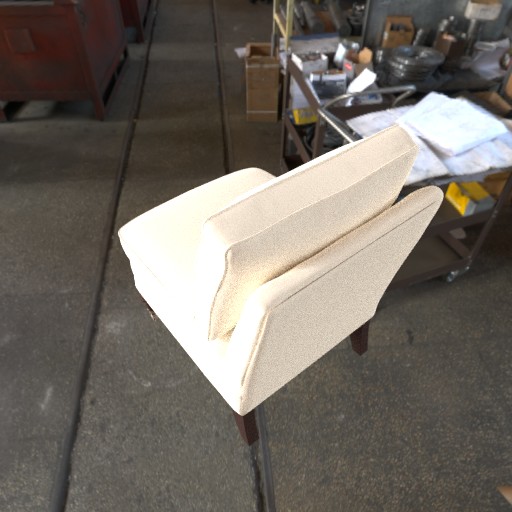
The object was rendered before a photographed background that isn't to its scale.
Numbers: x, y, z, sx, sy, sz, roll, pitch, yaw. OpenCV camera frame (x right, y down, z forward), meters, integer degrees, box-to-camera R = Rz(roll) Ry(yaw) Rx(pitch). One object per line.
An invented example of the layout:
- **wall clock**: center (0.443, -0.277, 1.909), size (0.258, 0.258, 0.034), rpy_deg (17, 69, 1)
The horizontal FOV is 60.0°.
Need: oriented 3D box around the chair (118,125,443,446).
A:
- **chair**: center (0.000, 0.000, 1.410), size (0.630, 0.887, 0.781), rpy_deg (-30, 52, -26)
